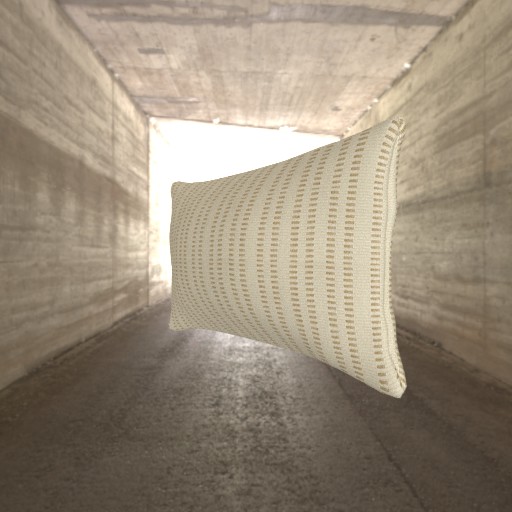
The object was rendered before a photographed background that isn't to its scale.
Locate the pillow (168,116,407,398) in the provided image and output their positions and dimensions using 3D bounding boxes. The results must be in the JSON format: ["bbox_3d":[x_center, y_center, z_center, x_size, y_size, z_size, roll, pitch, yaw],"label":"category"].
[{"bbox_3d":[0.000,0.000,0.808,0.210,0.353,0.640,0,0,-37],"label":"pillow"}]
